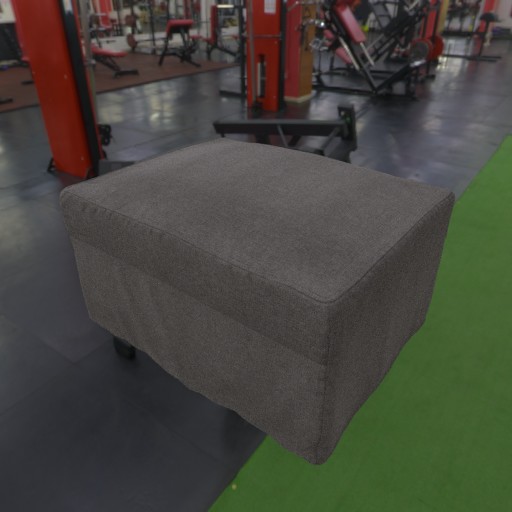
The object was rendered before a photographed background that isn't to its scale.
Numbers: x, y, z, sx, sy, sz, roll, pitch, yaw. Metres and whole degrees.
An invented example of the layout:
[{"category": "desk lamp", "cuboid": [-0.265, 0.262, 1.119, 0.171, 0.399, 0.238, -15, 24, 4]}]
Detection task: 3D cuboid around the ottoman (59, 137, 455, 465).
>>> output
[{"category": "ottoman", "cuboid": [0.000, 0.000, 1.241, 0.833, 0.492, 0.652, 22, 37, 32]}]
